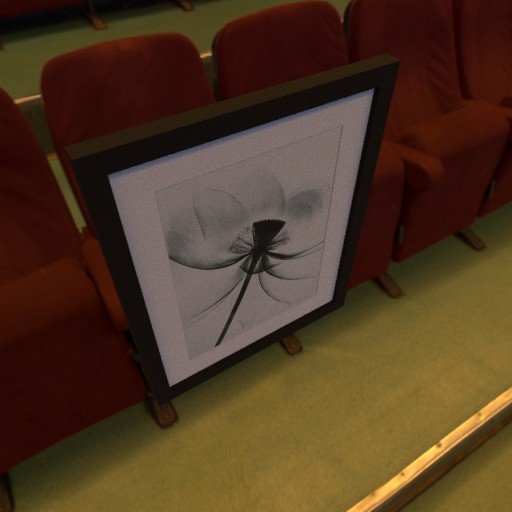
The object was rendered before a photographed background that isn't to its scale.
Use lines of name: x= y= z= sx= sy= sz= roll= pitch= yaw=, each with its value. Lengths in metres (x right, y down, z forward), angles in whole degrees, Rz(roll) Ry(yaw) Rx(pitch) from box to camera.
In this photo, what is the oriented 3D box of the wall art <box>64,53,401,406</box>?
wall art: x=0.000 y=0.000 z=0.743 sx=0.457 sy=0.559 sz=0.029 roll=-24 pitch=51 yaw=-22
